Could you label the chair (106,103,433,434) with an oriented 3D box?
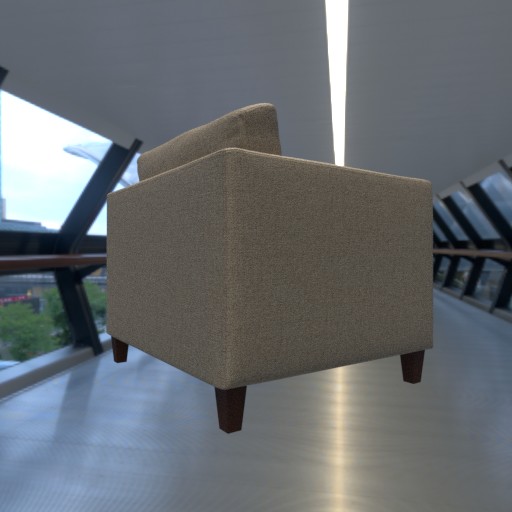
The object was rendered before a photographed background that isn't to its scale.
[{"bbox_3d":[0.000,0.000,1.853,0.959,0.961,1.107,0,0,-35],"label":"chair"}]
